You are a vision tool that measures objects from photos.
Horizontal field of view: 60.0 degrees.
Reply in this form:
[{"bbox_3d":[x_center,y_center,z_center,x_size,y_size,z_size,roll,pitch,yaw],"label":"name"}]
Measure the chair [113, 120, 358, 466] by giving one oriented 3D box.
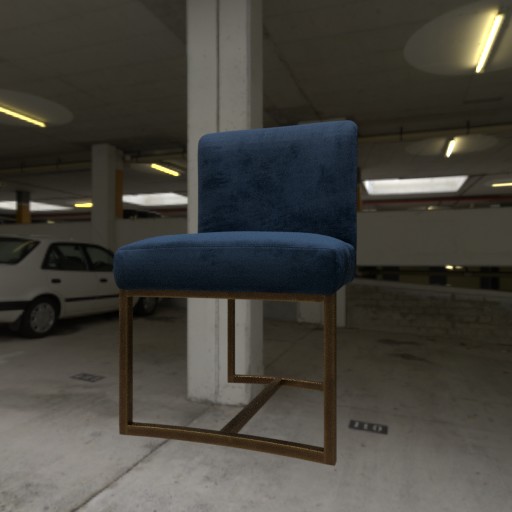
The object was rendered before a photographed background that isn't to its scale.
[{"bbox_3d":[0.000,0.000,1.190,0.530,0.824,0.560,0,0,18],"label":"chair"}]
